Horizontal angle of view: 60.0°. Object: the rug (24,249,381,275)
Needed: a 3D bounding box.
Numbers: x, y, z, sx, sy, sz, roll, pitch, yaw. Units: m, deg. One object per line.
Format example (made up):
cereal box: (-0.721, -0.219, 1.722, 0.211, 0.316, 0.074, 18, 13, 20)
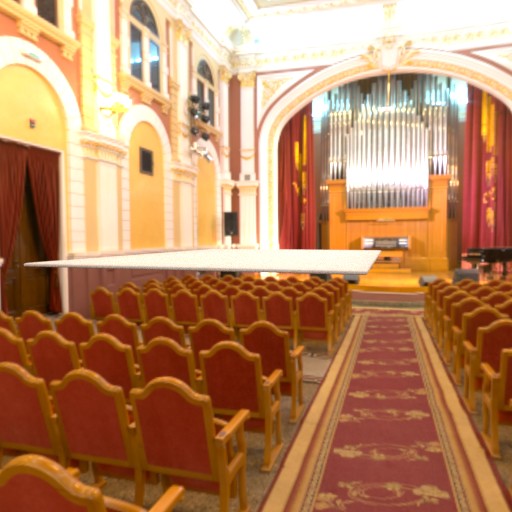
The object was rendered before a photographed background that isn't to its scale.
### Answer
rug: (0.000, 0.000, 2.309, 1.219, 0.013, 1.829, 1, 3, 17)
